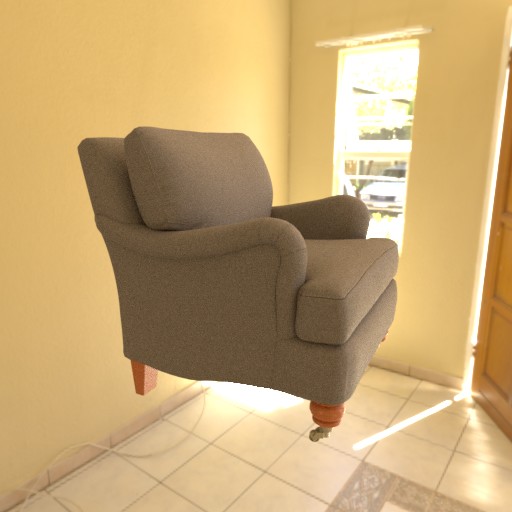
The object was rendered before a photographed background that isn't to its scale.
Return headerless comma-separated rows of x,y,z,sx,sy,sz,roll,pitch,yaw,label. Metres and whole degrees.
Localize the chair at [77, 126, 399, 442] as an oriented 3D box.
0.000,0.000,1.881,1.070,1.038,0.955,7,15,26,chair
